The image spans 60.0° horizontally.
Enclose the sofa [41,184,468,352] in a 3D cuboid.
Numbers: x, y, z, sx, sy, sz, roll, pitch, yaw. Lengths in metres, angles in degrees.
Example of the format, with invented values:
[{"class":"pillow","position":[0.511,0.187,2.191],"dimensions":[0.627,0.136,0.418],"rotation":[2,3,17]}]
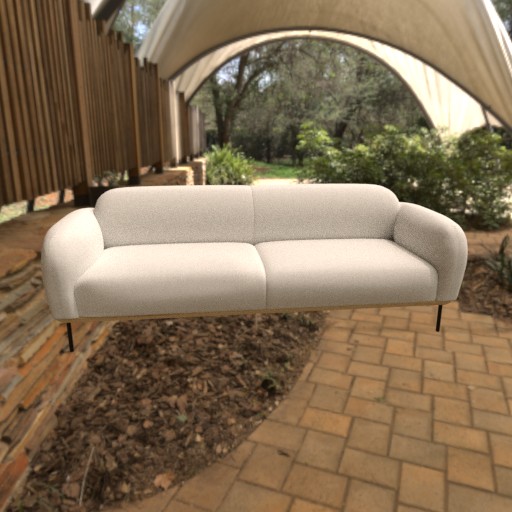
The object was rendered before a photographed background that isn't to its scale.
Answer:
[{"class":"sofa","position":[0.000,0.000,2.659],"dimensions":[2.257,0.780,0.880],"rotation":[-2,15,-7]}]
